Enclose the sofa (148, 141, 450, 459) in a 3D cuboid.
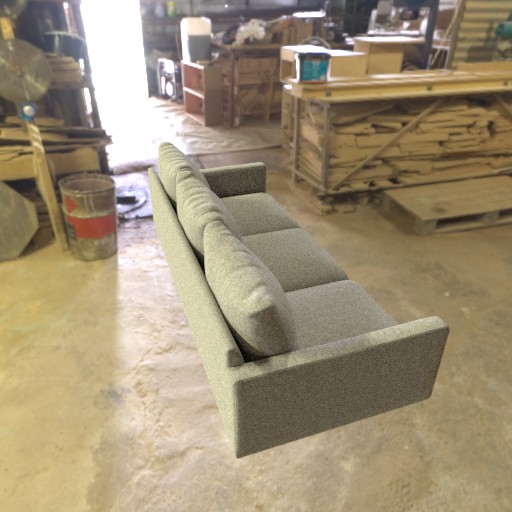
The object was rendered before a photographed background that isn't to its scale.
[{"bbox_3d":[0.000,0.000,2.384,0.850,0.830,2.000,-10,32,-17],"label":"sofa"}]
